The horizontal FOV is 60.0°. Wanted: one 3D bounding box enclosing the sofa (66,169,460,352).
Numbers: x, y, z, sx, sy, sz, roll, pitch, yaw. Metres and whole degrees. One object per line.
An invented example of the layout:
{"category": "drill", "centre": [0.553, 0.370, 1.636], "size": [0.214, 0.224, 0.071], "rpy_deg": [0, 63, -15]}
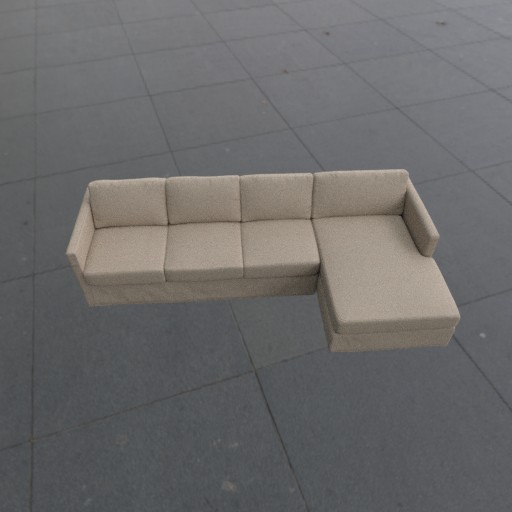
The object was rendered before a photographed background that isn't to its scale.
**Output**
{"category": "sofa", "centre": [0.000, 0.000, 3.979], "size": [3.177, 0.867, 1.622], "rpy_deg": [-3, 46, -3]}
